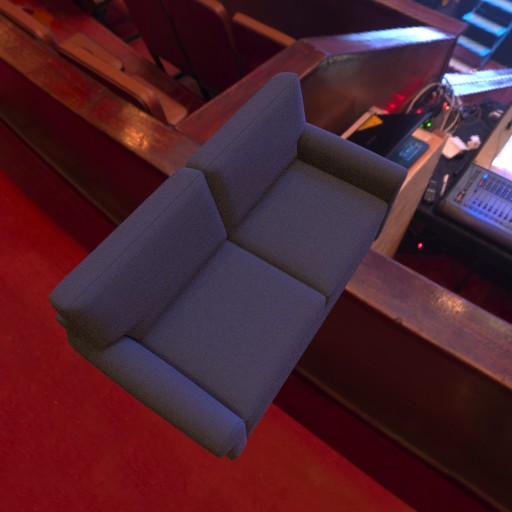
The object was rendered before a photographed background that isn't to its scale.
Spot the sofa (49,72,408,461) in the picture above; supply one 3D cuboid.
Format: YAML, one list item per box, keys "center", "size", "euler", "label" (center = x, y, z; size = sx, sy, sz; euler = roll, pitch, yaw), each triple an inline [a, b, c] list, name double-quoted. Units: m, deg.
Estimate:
- center: [0.000, 0.000, 2.471]
  size: [0.940, 1.020, 1.930]
  euler: [30, 62, 17]
  label: "sofa"
